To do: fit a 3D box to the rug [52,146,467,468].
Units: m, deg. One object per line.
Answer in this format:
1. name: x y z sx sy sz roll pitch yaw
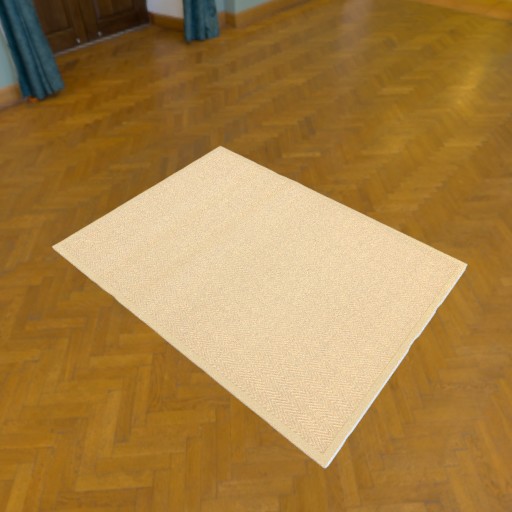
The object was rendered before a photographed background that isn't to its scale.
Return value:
1. rug: 0.000 0.000 4.848 3.659 0.037 2.734 31 53 27
